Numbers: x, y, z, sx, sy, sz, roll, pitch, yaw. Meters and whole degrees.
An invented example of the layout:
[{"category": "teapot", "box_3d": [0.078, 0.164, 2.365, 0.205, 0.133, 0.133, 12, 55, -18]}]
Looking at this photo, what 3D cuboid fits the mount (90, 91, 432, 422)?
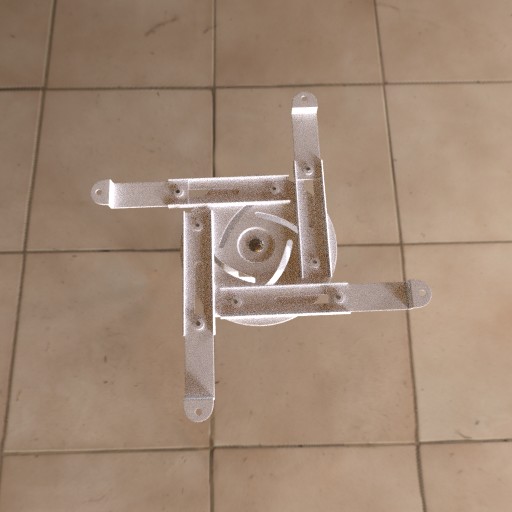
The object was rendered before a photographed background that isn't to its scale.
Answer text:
[{"category": "mount", "box_3d": [0.000, 0.000, 0.587, 0.394, 0.141, 0.394, -2, 76, -1]}]
